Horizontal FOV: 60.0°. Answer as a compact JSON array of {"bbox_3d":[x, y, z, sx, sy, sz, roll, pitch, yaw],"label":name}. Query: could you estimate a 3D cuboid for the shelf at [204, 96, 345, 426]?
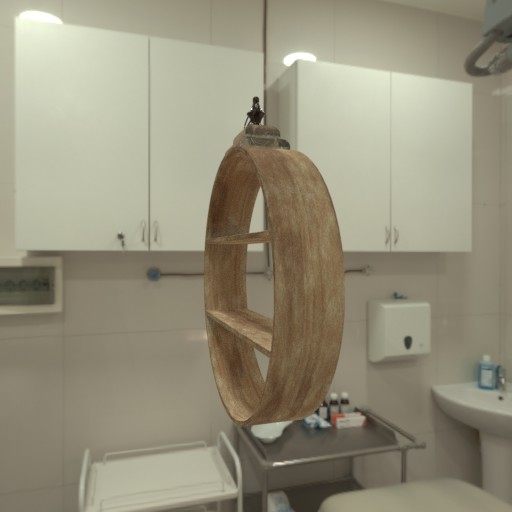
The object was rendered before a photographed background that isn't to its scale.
[{"bbox_3d":[0.000,0.000,1.011,0.125,0.725,0.601,0,0,-18],"label":"shelf"}]
